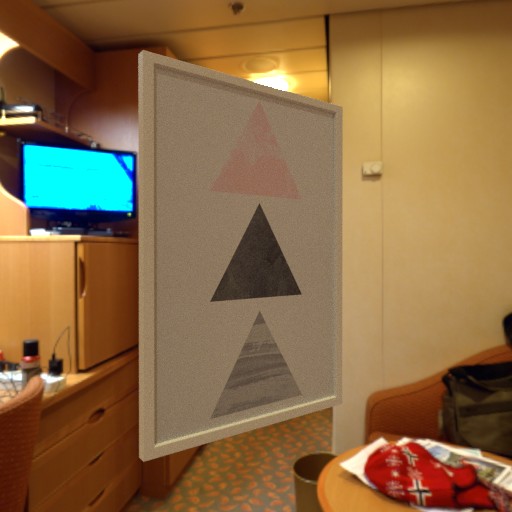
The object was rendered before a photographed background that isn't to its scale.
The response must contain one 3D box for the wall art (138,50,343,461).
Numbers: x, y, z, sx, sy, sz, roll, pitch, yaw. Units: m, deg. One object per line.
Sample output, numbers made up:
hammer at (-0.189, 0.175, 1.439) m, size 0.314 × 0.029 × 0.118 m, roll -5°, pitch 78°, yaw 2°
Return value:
wall art at (0.000, 0.000, 0.561) m, size 0.303 × 0.433 × 0.013 m, roll 0°, pitch 0°, yaw -36°
